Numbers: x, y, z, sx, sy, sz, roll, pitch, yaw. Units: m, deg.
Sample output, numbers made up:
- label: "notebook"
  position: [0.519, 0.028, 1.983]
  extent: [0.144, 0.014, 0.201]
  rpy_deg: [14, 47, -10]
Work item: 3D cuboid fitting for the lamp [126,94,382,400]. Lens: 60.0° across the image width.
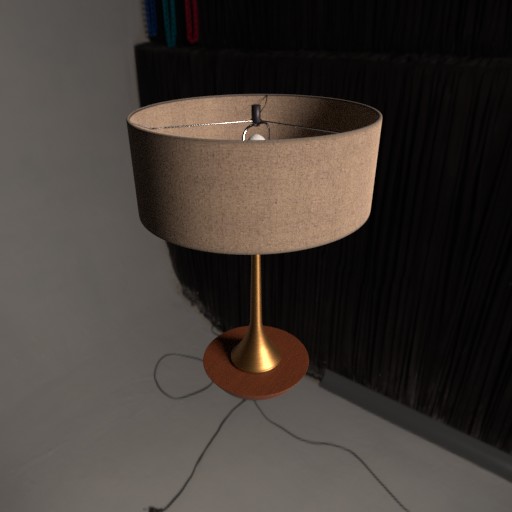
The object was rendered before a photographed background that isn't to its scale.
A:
- label: "lamp"
  position: [0.000, 0.000, 0.844]
  extent: [0.396, 0.551, 0.417]
  rpy_deg: [19, 33, 31]
